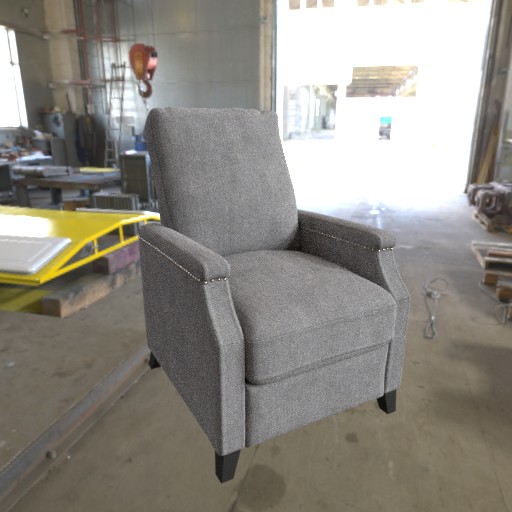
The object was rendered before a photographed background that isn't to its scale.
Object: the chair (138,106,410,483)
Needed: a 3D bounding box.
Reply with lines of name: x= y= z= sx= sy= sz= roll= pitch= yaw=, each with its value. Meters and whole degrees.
chair: x=0.000 y=0.000 z=1.626 sx=0.710 sy=1.049 sz=0.922 roll=-9 pitch=19 yaw=-28
